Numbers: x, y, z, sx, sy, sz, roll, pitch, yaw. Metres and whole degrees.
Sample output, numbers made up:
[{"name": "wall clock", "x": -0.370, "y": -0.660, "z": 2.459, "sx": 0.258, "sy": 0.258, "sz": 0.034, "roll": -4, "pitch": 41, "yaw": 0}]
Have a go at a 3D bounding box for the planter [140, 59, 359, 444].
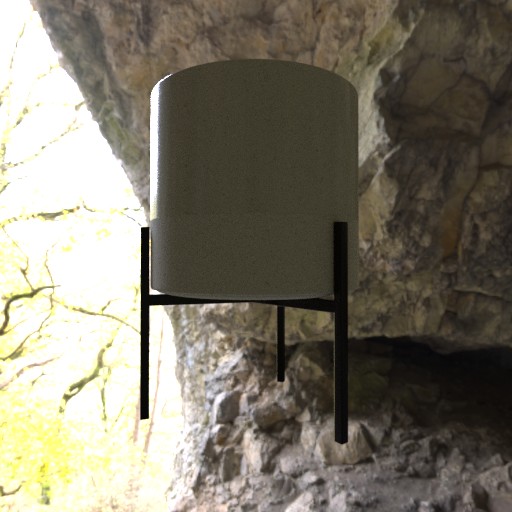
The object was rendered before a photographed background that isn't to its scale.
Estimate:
[{"name": "planter", "x": 0.000, "y": 0.000, "z": 0.336, "sx": 0.152, "sy": 0.230, "sz": 0.159, "roll": 0, "pitch": -1, "yaw": 18}]
